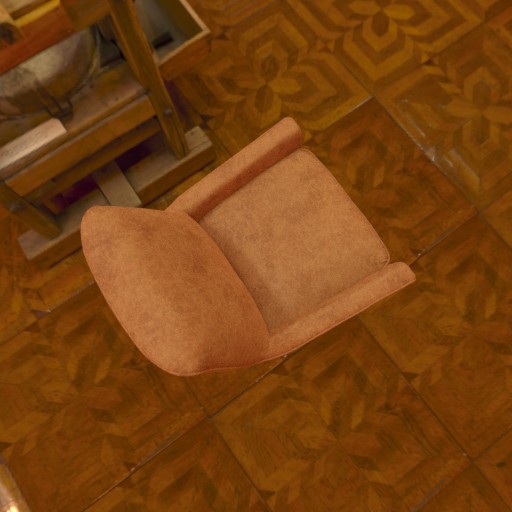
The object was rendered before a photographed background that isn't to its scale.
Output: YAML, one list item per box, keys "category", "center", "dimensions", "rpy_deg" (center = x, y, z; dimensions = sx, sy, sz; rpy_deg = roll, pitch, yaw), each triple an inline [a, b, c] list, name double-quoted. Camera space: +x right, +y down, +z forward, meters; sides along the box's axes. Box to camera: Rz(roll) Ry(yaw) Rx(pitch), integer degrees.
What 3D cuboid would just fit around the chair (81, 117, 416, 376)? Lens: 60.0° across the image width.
- category: "chair"
  center: [0.000, 0.000, 1.533]
  dimensions: [0.851, 0.883, 0.753]
  rpy_deg: [-33, 78, -8]
